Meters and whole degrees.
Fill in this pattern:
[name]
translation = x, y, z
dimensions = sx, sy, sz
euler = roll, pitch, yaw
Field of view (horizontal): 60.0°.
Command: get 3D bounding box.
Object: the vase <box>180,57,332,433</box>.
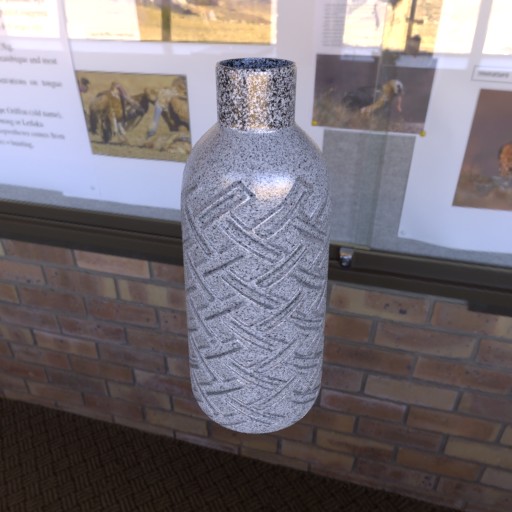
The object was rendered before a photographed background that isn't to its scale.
[vase]
translation = 0.000, 0.000, 0.350
dimensions = 0.122, 0.282, 0.122
euler = 0, 31, 0
